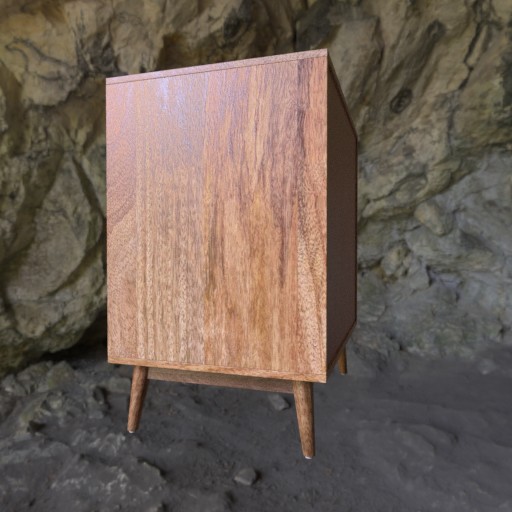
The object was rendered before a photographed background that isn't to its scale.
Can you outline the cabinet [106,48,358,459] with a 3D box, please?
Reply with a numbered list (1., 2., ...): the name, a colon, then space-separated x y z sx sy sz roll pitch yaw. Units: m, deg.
1. cabinet: 0.000 0.000 1.178 0.473 0.758 0.647 0 1 18
